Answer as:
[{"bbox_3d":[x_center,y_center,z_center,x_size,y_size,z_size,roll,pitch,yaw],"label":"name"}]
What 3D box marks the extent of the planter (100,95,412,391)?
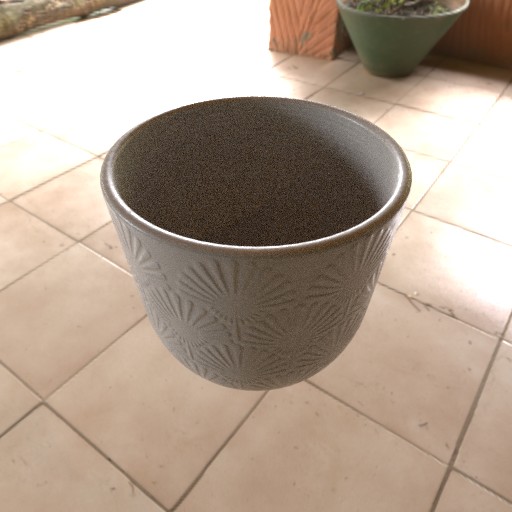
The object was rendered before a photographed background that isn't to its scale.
[{"bbox_3d":[0.000,0.000,0.298,0.170,0.152,0.170,0,42,0],"label":"planter"}]
